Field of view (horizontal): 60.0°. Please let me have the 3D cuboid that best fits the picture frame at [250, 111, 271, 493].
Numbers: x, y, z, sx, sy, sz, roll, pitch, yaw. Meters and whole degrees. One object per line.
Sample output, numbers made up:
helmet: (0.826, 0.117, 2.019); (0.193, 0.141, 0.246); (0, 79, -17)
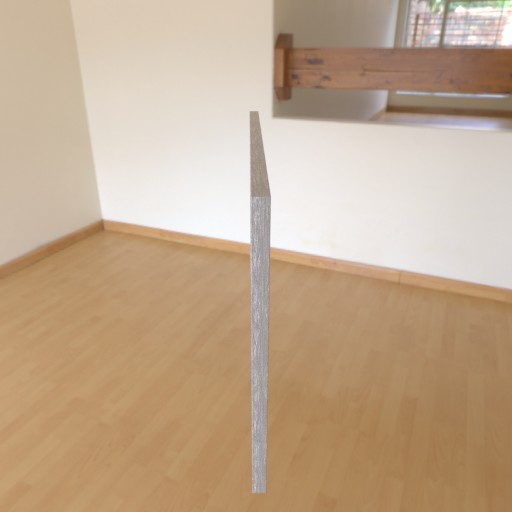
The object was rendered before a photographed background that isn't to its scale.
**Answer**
picture frame: (0.000, 0.000, 1.214); (0.029, 0.640, 0.950); (0, 25, -1)
